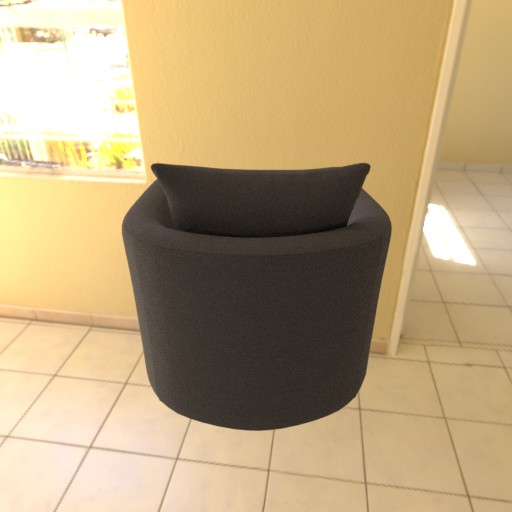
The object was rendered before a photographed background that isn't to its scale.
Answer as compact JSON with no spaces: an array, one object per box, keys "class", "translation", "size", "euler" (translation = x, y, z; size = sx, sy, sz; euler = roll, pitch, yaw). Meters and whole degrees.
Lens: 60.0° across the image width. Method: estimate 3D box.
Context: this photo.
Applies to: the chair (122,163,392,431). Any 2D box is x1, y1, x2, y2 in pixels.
[{"class":"chair","translation":[0.000,0.000,1.591],"size":[0.845,0.848,0.910],"euler":[-1,29,-1]}]
